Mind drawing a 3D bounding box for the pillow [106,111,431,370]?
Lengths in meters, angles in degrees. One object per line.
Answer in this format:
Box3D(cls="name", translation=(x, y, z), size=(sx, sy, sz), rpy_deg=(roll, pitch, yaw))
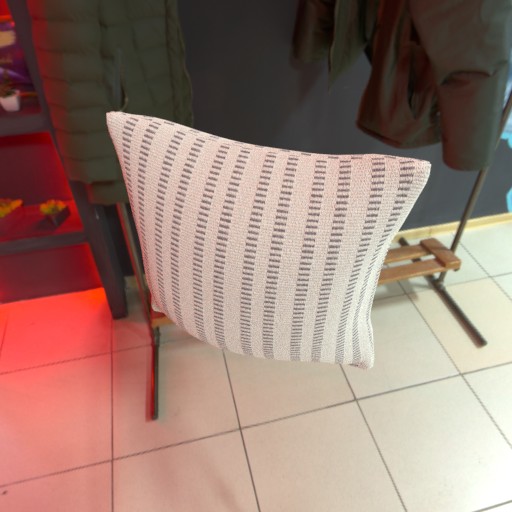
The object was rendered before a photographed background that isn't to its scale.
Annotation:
Box3D(cls="pillow", translation=(0.000, 0.000, 0.700), size=(0.438, 0.419, 0.247), rpy_deg=(13, 44, 14))
